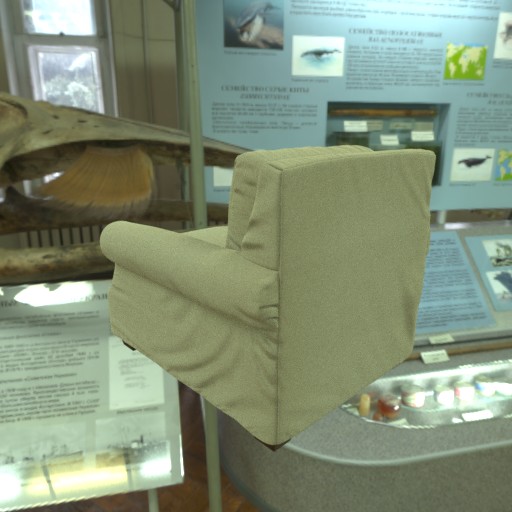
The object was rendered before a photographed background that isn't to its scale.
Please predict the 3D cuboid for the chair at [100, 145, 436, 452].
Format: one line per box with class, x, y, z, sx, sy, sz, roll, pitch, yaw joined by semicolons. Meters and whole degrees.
chair;0.000;0.000;1.763;0.940;0.866;1.066;-15;22;-41
